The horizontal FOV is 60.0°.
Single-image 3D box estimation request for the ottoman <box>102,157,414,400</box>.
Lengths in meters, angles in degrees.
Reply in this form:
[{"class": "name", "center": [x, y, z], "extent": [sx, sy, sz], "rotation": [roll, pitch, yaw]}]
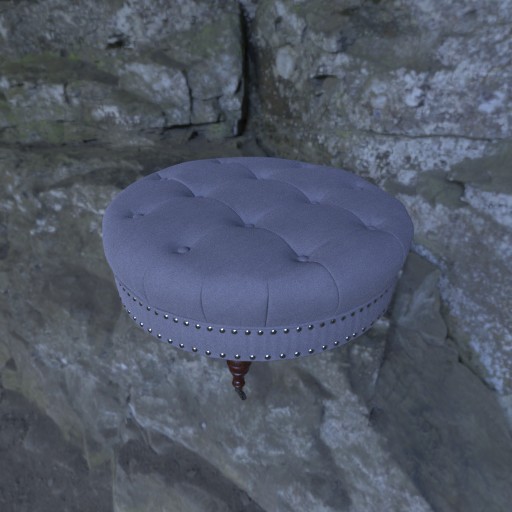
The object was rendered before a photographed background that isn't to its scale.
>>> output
[{"class": "ottoman", "center": [0.000, 0.000, 1.389], "extent": [0.901, 0.439, 0.901], "rotation": [0, 30, 0]}]
